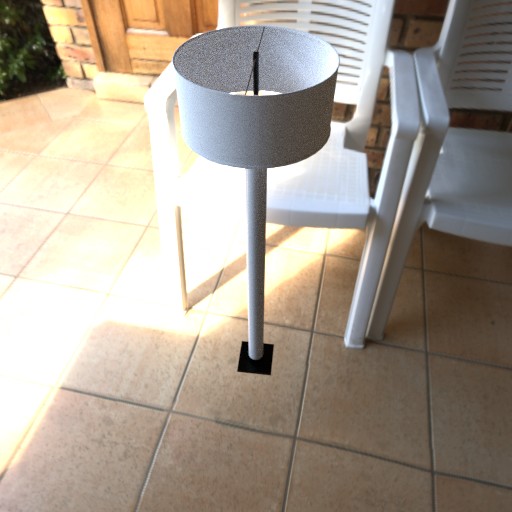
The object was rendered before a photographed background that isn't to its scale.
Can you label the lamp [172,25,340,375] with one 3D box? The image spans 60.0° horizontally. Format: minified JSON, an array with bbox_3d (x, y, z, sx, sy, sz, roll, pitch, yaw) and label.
[{"bbox_3d":[0.000,0.000,1.640,0.420,1.475,0.420,5,47,5],"label":"lamp"}]
